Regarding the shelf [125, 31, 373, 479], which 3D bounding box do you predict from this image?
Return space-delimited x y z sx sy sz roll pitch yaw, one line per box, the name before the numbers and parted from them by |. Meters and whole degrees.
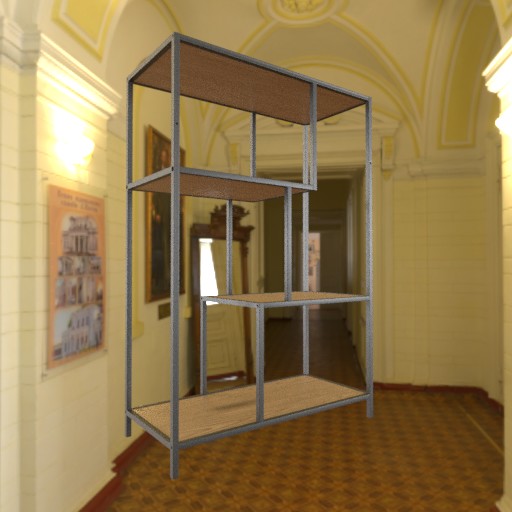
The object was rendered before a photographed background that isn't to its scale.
shelf | 0.000 0.000 1.492 0.770 1.138 0.350 1 -1 -36
